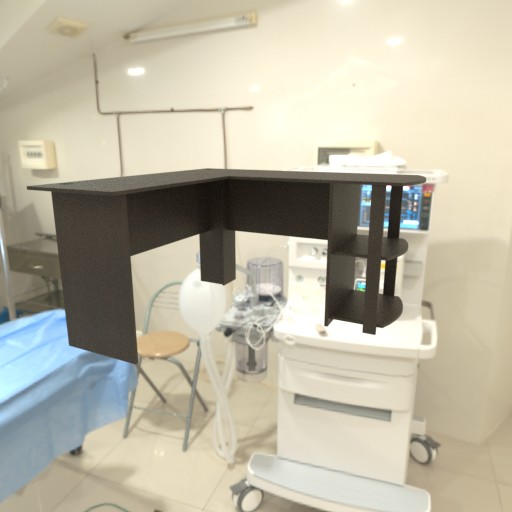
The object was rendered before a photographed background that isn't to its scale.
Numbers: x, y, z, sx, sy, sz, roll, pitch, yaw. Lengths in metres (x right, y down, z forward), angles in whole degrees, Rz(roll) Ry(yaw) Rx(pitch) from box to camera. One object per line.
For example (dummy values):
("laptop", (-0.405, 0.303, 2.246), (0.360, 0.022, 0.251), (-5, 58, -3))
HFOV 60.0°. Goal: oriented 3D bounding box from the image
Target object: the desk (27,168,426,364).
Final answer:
("desk", (0.000, 0.000, 2.097), (1.361, 0.716, 1.303), (7, 16, 26))
